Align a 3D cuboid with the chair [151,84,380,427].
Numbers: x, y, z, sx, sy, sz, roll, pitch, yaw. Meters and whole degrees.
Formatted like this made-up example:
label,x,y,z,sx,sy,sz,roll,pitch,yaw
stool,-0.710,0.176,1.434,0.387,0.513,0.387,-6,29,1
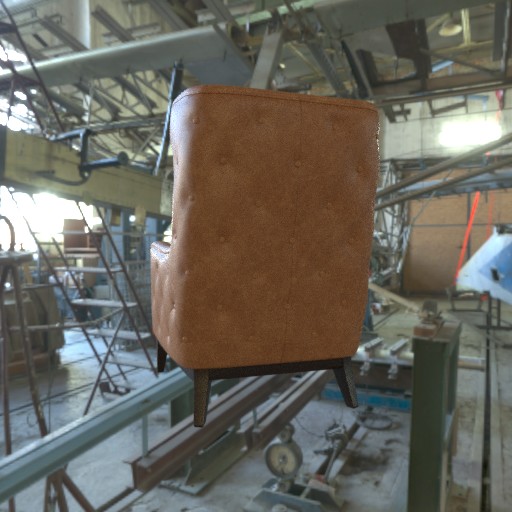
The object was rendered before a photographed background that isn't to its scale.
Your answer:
label,x,y,z,sx,sy,sz,roll,pitch,yaw
chair,0.000,0.000,1.762,0.766,1.079,0.899,0,1,-18
